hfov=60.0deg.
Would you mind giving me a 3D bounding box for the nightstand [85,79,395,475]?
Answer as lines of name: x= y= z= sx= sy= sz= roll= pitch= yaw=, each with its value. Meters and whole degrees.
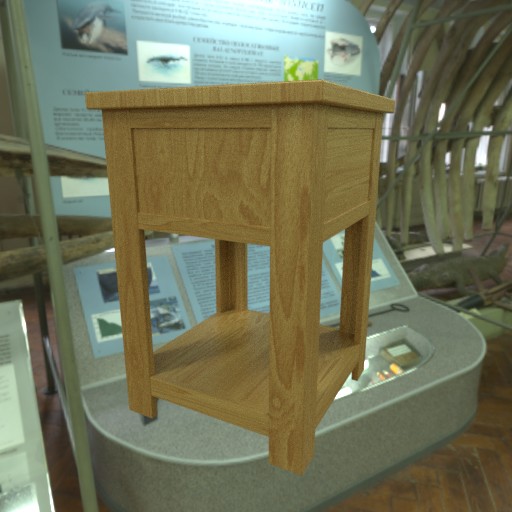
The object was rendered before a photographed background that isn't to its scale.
nightstand: x=0.000 y=0.000 z=0.904 sx=0.418 sy=0.614 sz=0.428 roll=8 pitch=18 yaw=27
